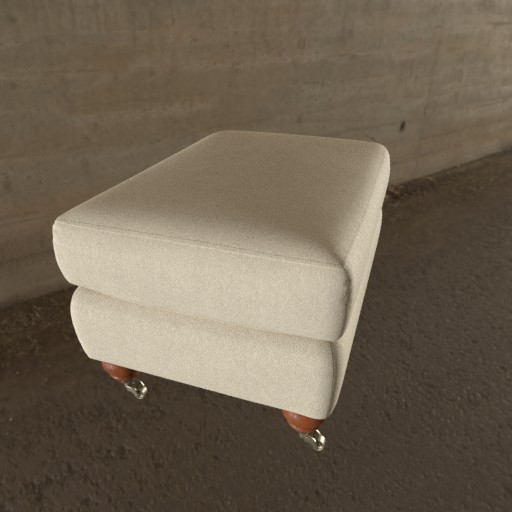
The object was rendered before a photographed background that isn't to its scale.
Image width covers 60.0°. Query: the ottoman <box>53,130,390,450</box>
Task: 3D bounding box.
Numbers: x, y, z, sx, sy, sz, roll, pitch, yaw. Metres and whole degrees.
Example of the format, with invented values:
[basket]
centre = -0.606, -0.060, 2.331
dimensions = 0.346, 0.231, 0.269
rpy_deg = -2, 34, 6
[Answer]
[ottoman]
centre = 0.000, 0.000, 1.128
dimensions = 0.569, 0.499, 0.773
rpy_deg = 10, 30, 17
